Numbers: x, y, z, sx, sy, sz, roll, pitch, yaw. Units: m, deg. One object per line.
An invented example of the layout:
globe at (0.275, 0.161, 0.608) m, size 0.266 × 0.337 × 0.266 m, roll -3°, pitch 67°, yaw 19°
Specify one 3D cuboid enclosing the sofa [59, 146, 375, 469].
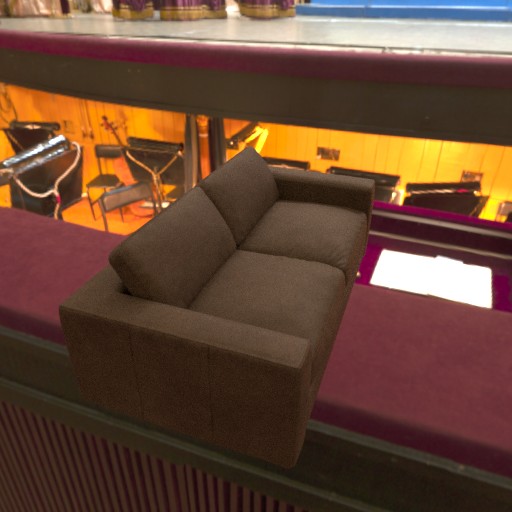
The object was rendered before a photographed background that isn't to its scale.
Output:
sofa at (0.000, 0.000, 2.506) m, size 1.070 × 0.800 × 1.920 m, roll 11°, pitch 33°, yaw 18°
